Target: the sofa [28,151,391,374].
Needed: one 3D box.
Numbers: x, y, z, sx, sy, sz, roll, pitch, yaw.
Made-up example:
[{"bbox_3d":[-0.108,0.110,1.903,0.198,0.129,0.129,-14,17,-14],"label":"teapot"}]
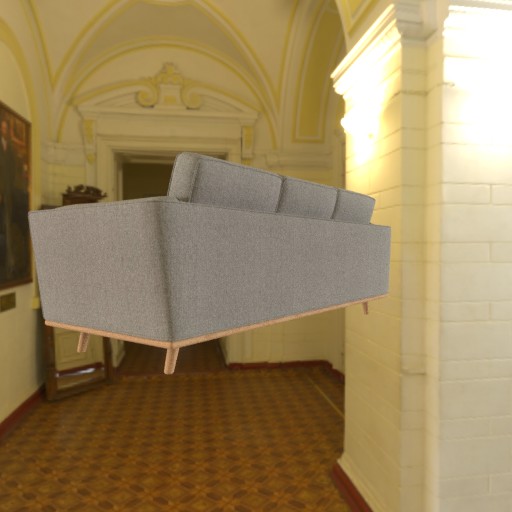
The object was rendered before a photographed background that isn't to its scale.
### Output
[{"bbox_3d":[0.000,0.000,2.720,0.903,0.899,2.362,1,1,36],"label":"sofa"}]
